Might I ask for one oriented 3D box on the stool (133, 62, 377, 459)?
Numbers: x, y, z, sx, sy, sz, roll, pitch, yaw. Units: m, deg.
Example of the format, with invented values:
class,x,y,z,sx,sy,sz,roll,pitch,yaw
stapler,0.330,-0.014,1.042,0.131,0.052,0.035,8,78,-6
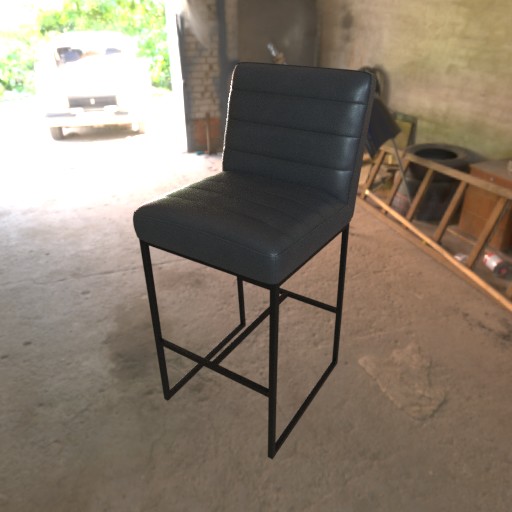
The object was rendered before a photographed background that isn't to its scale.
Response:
class,x,y,z,sx,sy,sz,roll,pitch,yaw
stool,0.000,0.000,1.363,0.457,1.040,0.552,18,34,28
